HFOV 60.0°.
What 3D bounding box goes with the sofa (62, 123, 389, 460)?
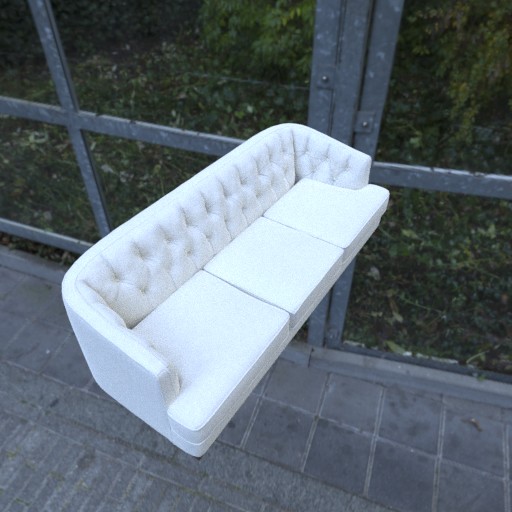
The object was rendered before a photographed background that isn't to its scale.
[{"bbox_3d":[0.000,0.000,2.795,0.941,0.855,2.278,24,46,25],"label":"sofa"}]
